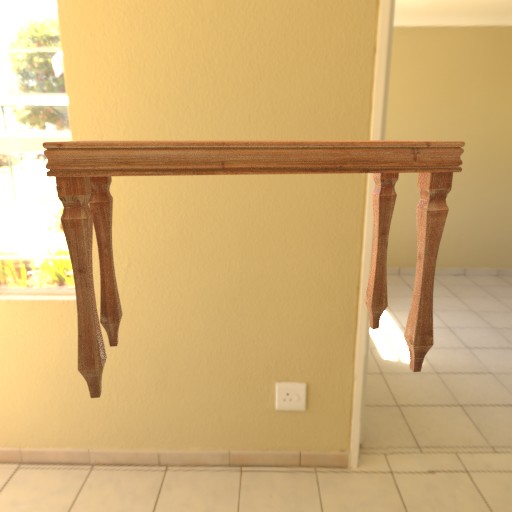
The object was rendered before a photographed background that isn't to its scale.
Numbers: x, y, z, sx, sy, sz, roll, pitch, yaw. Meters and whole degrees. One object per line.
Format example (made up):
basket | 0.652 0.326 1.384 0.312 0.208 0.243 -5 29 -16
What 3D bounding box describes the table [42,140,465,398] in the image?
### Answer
table | 0.000 0.000 1.740 1.330 0.873 0.522 -2 15 -8
